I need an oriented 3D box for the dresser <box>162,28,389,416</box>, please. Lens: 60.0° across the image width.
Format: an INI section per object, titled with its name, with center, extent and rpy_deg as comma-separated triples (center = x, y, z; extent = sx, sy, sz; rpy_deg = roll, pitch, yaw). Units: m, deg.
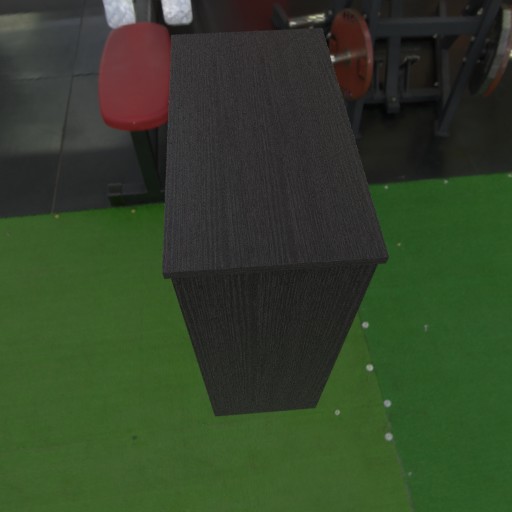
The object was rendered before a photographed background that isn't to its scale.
[dresser]
center = 0.000, 0.000, 1.365
extent = 0.399, 1.020, 0.704
rpy_deg = -4, 57, -3
